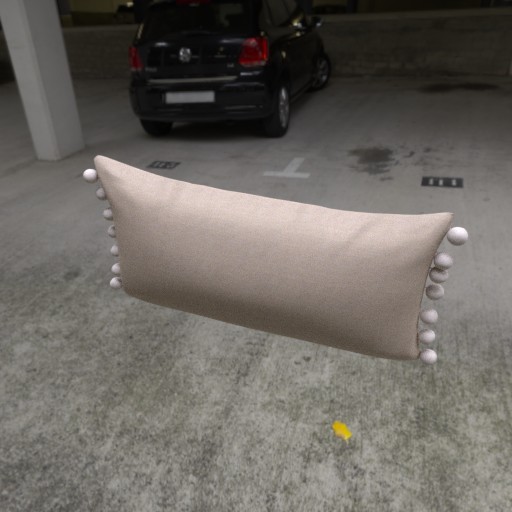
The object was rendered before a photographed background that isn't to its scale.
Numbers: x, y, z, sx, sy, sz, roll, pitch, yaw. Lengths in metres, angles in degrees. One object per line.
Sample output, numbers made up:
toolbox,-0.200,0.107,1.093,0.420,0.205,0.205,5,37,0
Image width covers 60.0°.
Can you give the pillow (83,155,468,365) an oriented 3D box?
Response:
pillow,0.000,0.000,0.847,0.709,0.322,0.201,11,34,17
